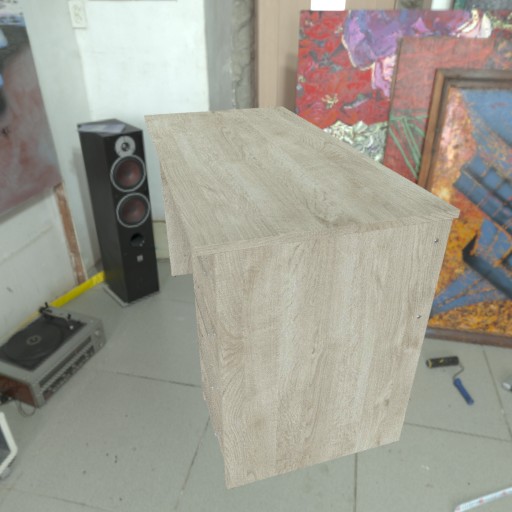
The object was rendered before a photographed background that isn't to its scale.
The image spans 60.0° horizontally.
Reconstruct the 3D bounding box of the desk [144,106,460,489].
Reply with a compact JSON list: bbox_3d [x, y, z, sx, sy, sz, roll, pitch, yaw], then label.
[{"bbox_3d":[0.000,0.000,1.489,0.560,0.730,1.096,-9,31,-15],"label":"desk"}]
